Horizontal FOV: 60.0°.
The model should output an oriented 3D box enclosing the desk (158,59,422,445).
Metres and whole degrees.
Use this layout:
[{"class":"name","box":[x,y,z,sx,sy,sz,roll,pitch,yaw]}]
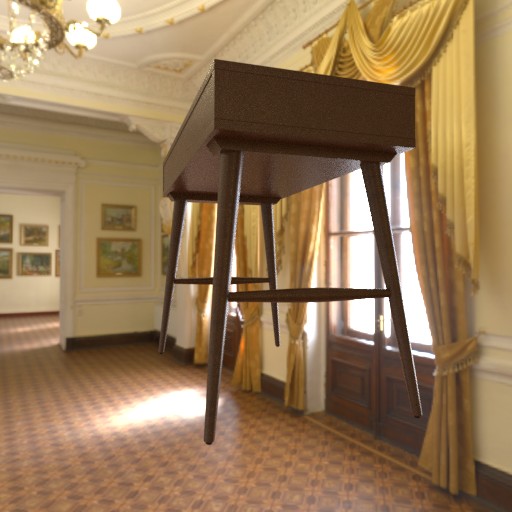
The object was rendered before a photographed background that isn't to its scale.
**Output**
[{"class":"desk","box":[0.000,0.000,1.389,0.510,0.758,0.949,0,-1,-18]}]
